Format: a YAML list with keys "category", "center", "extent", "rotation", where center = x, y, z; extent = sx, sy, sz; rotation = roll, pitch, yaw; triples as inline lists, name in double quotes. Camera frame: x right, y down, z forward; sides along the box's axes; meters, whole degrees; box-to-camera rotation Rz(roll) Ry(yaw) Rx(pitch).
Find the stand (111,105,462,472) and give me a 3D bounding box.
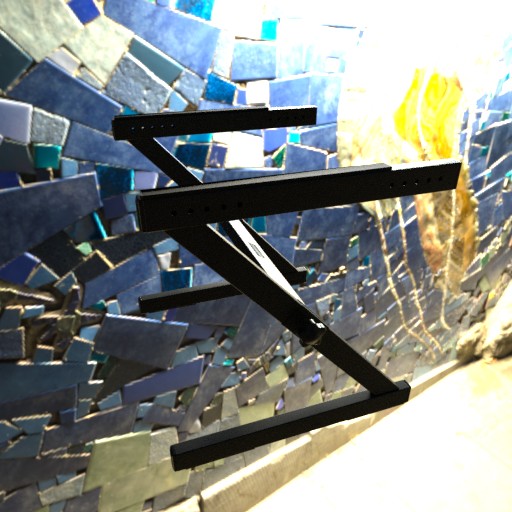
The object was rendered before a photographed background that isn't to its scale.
- category: "stand"
  center: [0.000, 0.000, 1.127]
  extent: [0.586, 0.617, 0.700]
  rotation: [-10, 30, -17]
